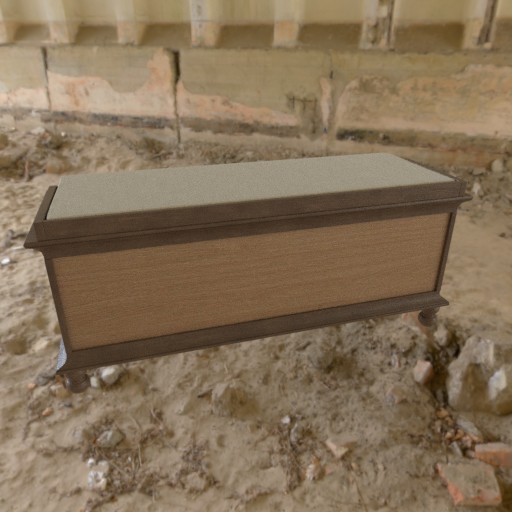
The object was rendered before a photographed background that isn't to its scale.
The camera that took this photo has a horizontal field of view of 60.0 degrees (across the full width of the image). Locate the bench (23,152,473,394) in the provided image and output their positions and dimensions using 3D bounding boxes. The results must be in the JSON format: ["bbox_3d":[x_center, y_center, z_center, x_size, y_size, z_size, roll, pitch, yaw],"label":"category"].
[{"bbox_3d":[0.000,0.000,1.384,1.185,0.501,0.402,-7,27,-15],"label":"bench"}]
